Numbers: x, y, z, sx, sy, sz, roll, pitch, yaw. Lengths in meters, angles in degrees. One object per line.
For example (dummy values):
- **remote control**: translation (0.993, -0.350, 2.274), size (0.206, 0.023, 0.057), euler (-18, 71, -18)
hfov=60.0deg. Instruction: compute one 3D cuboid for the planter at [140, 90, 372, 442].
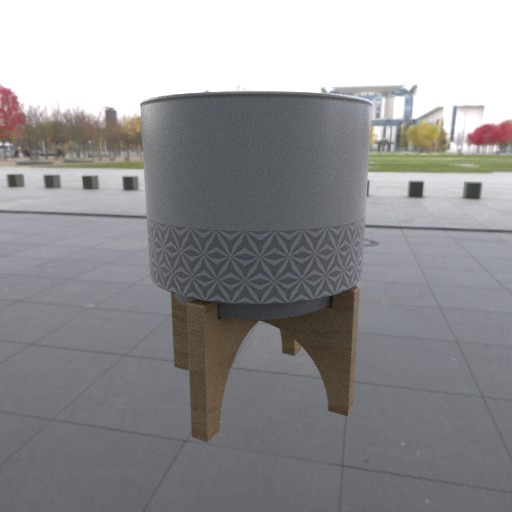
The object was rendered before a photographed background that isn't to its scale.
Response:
- **planter**: translation (0.000, 0.000, 0.401), size (0.188, 0.260, 0.188), euler (0, 14, 0)
